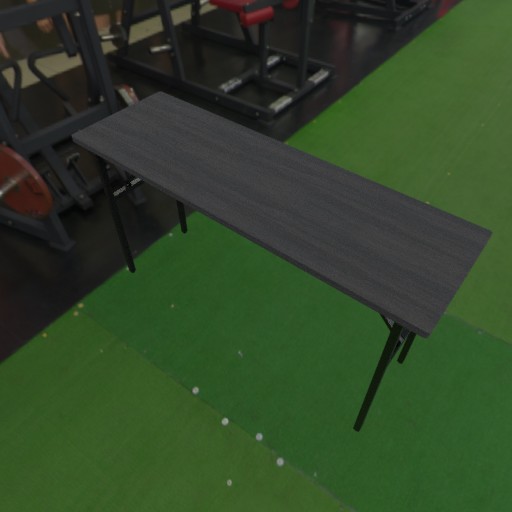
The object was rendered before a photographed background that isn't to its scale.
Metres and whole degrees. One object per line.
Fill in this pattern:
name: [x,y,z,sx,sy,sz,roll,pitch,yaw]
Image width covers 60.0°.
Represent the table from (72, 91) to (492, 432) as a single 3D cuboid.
table: [0.000,0.000,1.732,1.399,0.750,0.449,30,53,25]
